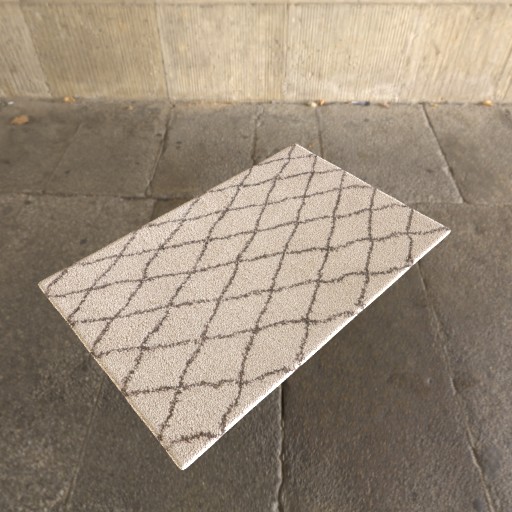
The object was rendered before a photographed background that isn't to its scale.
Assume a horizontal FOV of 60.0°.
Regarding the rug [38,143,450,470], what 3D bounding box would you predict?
[{"bbox_3d":[0.000,0.000,3.455,2.743,0.030,1.778,-34,55,-28],"label":"rug"}]
